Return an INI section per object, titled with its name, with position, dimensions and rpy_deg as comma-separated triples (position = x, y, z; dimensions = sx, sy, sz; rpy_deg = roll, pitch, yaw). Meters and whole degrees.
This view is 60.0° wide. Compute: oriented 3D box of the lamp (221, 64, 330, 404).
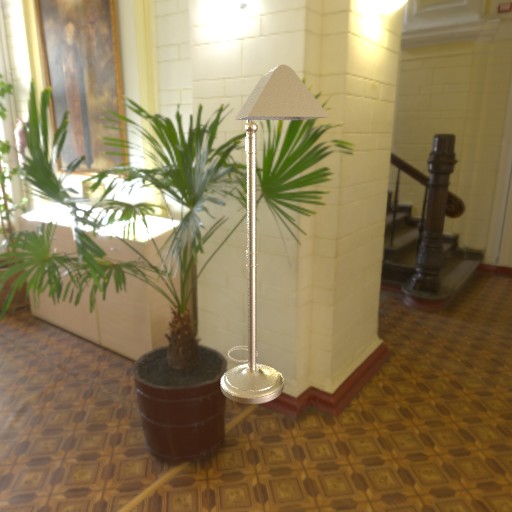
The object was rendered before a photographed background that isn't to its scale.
[lamp]
position = 0.000, 0.000, 0.964
dimensions = 0.159, 0.708, 0.546
rpy_deg = -2, 16, -9
